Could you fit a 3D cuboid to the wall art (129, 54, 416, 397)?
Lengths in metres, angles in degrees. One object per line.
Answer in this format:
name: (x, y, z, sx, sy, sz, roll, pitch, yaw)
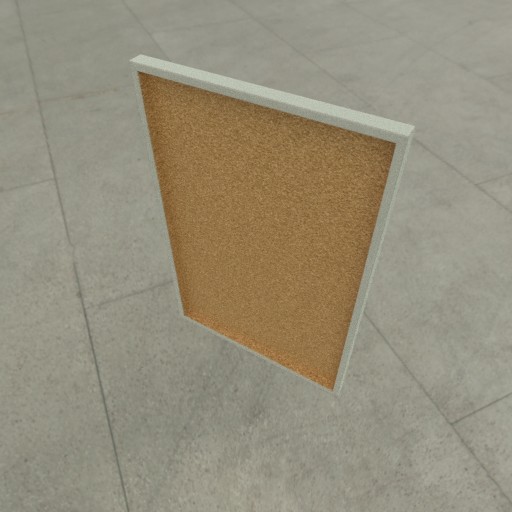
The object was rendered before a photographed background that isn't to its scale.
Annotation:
wall art: (0.000, 0.000, 1.180, 0.610, 0.914, 0.038, 23, 50, 21)
